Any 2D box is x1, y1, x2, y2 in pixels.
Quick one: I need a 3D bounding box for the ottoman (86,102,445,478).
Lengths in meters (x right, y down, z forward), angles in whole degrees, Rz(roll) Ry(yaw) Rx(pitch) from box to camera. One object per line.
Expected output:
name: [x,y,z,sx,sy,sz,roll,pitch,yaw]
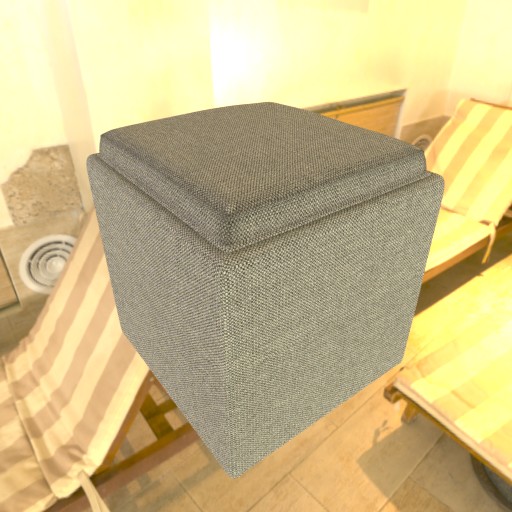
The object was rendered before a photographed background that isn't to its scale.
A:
ottoman: [0.000,0.000,0.844,0.436,0.487,0.454,-22,38,-31]
